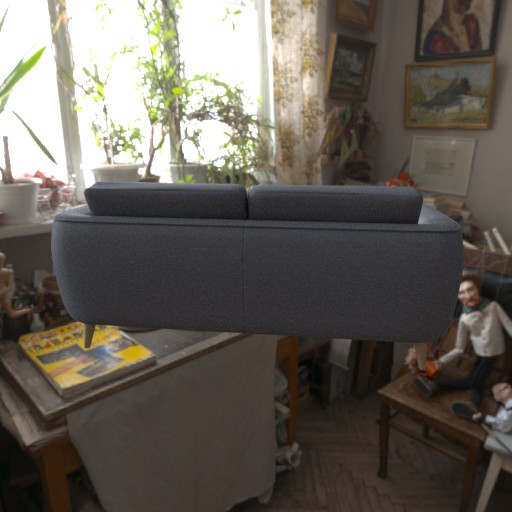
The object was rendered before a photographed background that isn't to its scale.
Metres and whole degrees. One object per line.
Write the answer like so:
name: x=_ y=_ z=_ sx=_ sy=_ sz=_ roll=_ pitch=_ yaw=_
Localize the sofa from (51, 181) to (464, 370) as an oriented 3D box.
sofa: x=0.000 y=0.000 z=2.521 sx=2.000 sy=0.870 sz=0.920 roll=2 pitch=17 yaw=7
